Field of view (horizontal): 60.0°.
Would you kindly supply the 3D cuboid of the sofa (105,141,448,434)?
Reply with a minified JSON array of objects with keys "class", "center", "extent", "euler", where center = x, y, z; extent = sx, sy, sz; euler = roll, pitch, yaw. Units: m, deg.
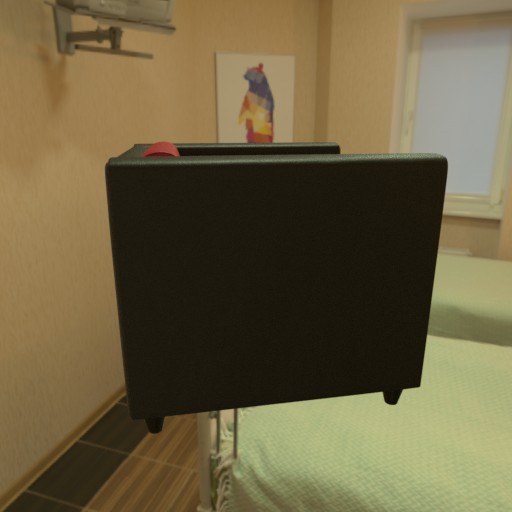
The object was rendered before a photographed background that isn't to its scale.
[{"class":"sofa","center":[0.000,0.000,1.473],"extent":[0.809,0.724,0.839],"euler":[-3,17,-10]}]
